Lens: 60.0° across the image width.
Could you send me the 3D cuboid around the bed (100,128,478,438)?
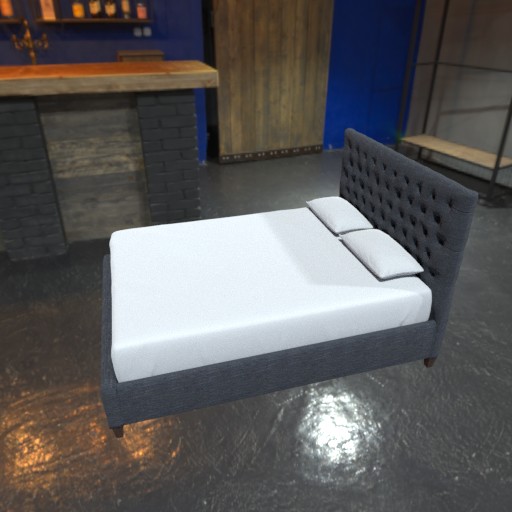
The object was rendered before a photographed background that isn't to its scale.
[{"bbox_3d":[0.000,0.000,3.435,2.387,1.427,1.698,-8,31,-14],"label":"bed"}]
